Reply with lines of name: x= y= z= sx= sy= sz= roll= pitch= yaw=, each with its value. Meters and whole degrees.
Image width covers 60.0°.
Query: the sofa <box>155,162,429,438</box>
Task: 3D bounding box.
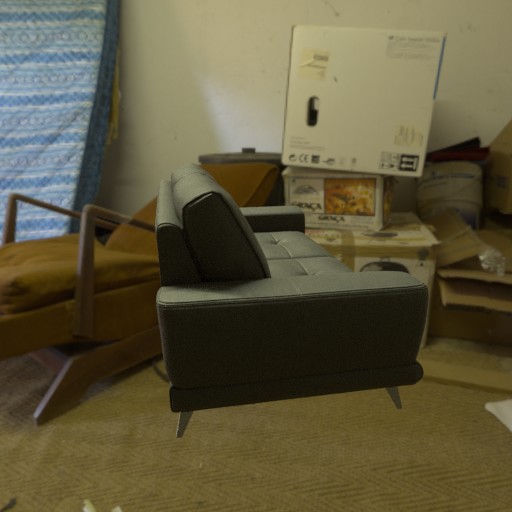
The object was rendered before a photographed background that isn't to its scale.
sofa: x=0.000 y=0.000 z=2.399 sx=1.018 sy=0.907 sz=1.806 roll=-3 pitch=17 yaw=-11
